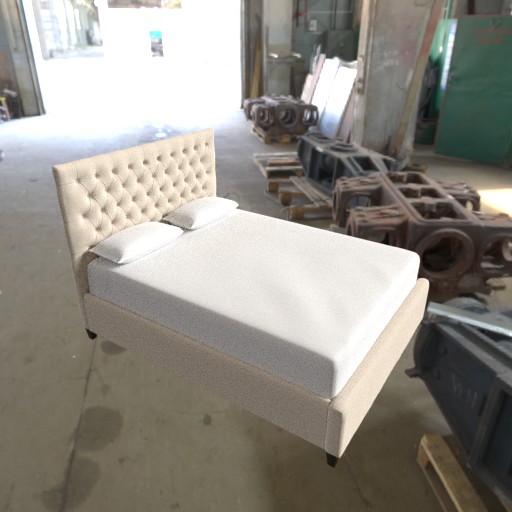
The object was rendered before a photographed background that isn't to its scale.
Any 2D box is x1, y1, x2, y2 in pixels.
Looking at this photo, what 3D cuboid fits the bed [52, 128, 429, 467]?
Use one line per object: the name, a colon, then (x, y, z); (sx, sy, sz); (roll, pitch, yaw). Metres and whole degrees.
bed: (0.000, 0.000, 3.351); (2.233, 1.426, 1.696); (17, 31, 30)
